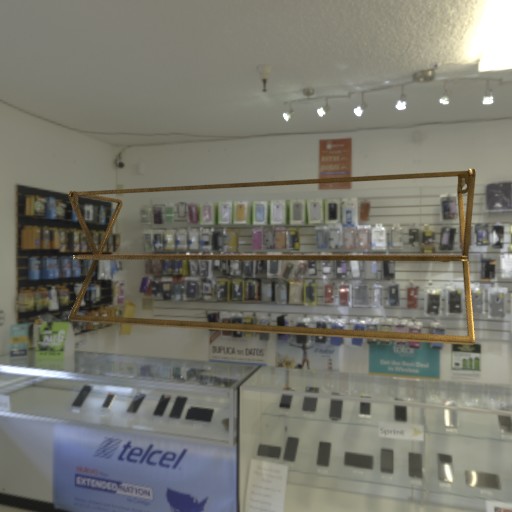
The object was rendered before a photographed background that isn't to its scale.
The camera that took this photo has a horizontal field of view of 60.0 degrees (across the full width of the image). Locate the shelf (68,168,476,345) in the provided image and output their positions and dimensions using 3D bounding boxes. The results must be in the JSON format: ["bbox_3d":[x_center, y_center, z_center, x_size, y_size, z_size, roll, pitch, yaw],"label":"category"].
[{"bbox_3d":[0.000,0.000,0.743,0.645,0.229,0.150,0,0,19],"label":"shelf"}]
